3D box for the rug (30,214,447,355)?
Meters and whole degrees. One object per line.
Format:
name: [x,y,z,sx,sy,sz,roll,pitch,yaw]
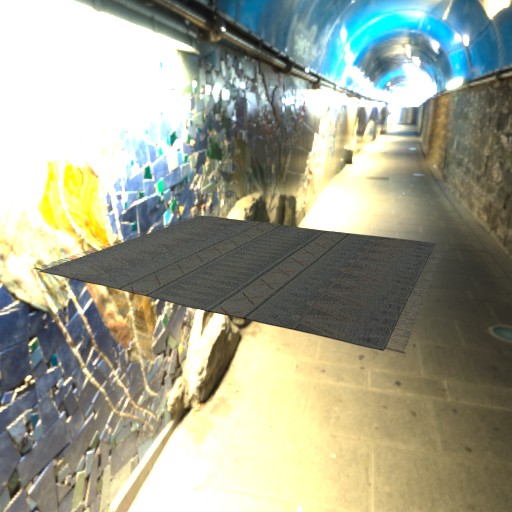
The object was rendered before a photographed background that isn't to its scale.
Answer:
rug: [0.000,0.000,3.989,3.000,0.012,2.371,9,20,26]
